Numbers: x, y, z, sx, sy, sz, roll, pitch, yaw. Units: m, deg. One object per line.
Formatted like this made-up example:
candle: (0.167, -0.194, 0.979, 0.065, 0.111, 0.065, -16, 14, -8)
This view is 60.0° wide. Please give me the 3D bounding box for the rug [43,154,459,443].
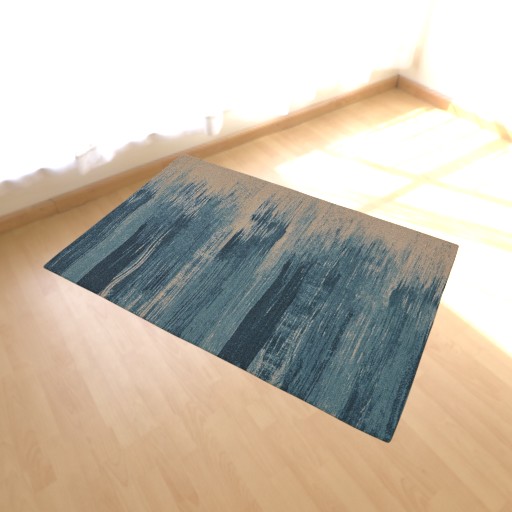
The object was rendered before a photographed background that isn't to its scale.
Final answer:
rug: (0.000, 0.000, 2.327, 1.836, 0.009, 1.232, 22, 49, 20)
